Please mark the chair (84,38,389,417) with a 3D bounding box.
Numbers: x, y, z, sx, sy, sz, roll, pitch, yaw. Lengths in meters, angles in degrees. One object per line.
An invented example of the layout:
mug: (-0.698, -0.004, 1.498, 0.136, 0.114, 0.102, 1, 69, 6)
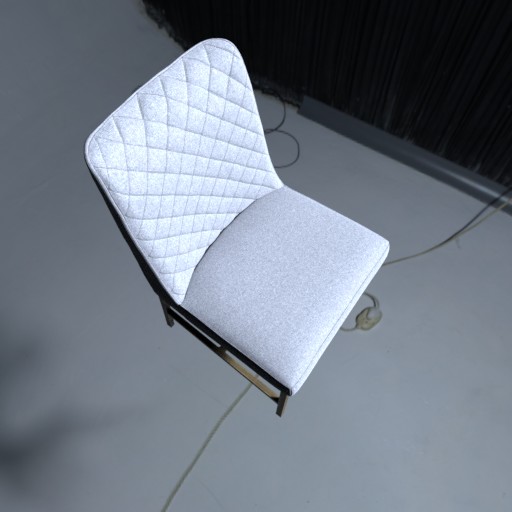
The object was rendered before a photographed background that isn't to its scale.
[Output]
chair: (0.000, 0.000, 1.225, 0.587, 0.889, 0.508, 32, 66, 17)
